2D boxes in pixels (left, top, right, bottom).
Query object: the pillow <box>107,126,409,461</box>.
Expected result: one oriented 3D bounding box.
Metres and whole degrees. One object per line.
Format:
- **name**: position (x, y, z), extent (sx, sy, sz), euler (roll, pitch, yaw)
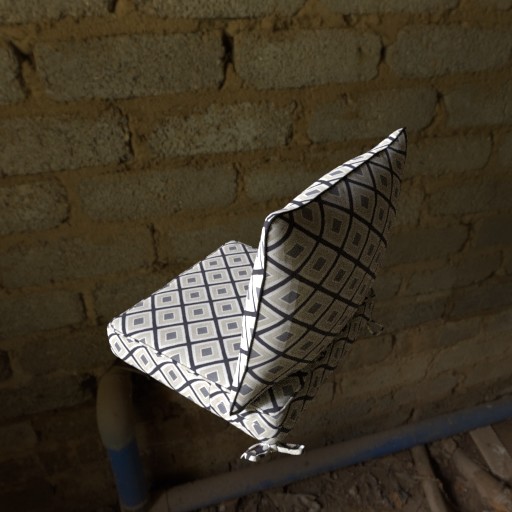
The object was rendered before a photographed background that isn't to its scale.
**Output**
- **pillow**: position (0.000, 0.000, 1.364), extent (0.733, 0.722, 0.798), euler (19, 36, 29)
